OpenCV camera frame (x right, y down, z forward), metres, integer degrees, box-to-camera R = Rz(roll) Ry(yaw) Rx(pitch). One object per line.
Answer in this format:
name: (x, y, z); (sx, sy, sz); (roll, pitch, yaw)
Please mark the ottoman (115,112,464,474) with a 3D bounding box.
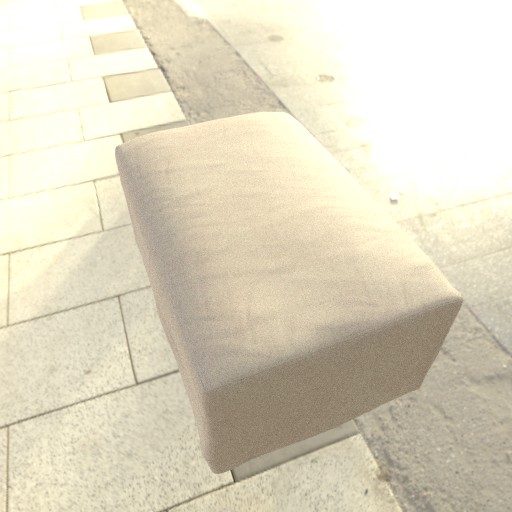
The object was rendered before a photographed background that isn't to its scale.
ottoman: (0.000, 0.000, 1.208); (0.590, 0.444, 0.872); (-17, 48, -16)
